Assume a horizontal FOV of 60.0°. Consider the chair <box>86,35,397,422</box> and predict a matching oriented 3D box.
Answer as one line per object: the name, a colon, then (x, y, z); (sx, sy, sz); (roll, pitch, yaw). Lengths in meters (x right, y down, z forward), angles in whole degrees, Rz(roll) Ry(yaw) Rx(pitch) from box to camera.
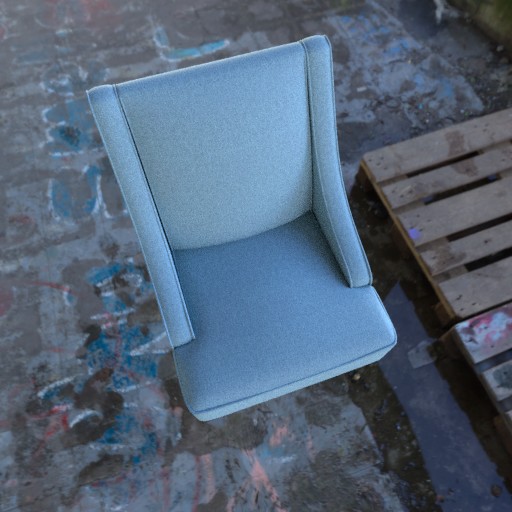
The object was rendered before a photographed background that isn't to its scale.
chair: (0.000, 0.000, 1.803); (0.857, 1.133, 1.025); (-17, 65, -8)
